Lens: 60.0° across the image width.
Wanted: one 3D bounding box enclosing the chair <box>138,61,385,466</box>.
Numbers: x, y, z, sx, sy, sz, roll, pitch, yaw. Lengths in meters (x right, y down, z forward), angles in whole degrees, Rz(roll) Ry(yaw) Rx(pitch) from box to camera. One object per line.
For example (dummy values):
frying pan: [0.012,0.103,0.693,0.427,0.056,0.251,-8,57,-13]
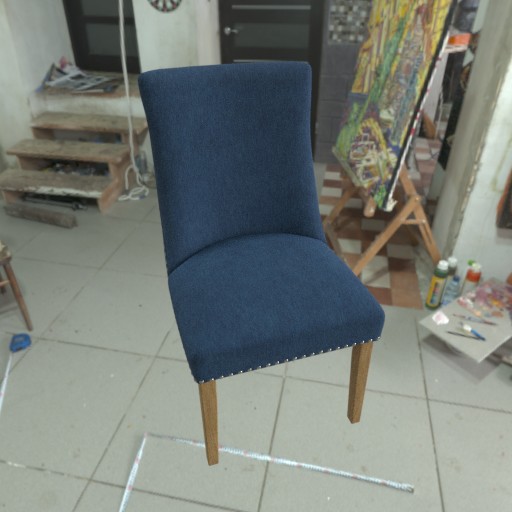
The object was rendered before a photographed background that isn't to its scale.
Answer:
chair: [0.000,0.000,1.227,0.495,0.902,0.610,-10,34,-15]
